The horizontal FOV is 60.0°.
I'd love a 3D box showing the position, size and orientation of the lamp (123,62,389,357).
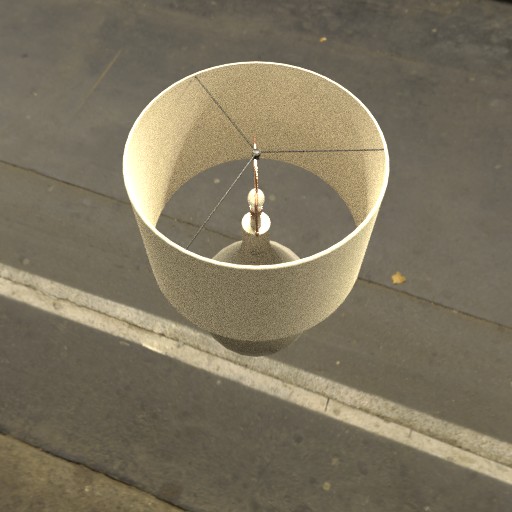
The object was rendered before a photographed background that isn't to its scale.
[{"bbox_3d":[0.000,0.000,0.744,0.330,0.521,0.330,0,62,0],"label":"lamp"}]
